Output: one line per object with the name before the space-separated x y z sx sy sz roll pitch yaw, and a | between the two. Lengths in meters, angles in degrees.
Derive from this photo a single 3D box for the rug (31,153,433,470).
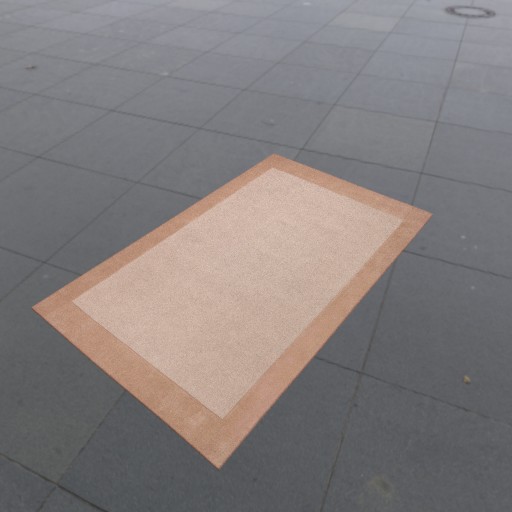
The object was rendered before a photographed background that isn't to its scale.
rug | 0.000 0.000 3.022 1.524 0.014 2.438 28 48 28
